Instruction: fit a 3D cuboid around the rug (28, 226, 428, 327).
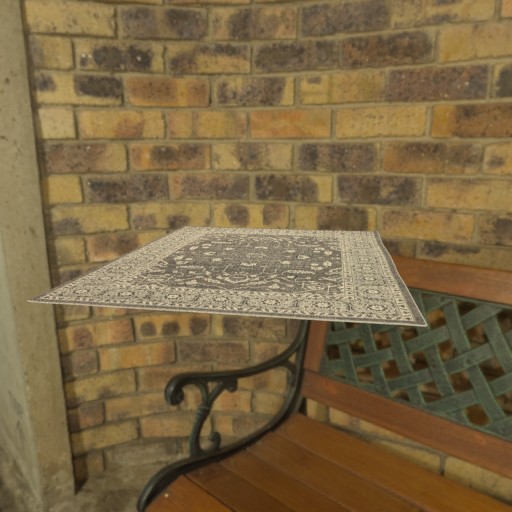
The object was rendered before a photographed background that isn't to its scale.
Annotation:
[{"bbox_3d":[0.000,0.000,4.097,2.451,0.026,3.069,2,13,10],"label":"rug"}]
